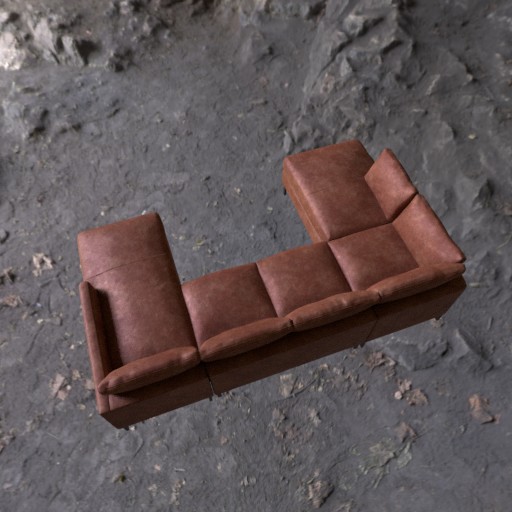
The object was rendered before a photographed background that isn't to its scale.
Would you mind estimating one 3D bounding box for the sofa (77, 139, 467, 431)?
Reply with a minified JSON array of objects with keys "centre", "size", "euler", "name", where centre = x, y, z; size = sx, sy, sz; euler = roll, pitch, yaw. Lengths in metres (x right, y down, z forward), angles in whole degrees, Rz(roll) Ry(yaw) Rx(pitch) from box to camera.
[{"centre":[0.000,0.000,3.900],"size":[2.956,0.900,1.939],"euler":[-17,59,-10],"name":"sofa"}]
